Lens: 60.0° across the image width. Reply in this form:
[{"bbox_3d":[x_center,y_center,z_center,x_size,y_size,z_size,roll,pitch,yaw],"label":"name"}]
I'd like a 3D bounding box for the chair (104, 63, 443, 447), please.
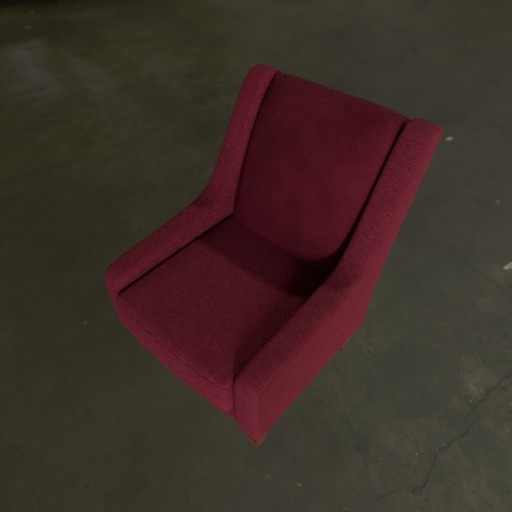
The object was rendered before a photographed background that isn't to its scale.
[{"bbox_3d":[0.000,0.000,1.707,0.793,1.017,0.985,32,53,28],"label":"chair"}]
